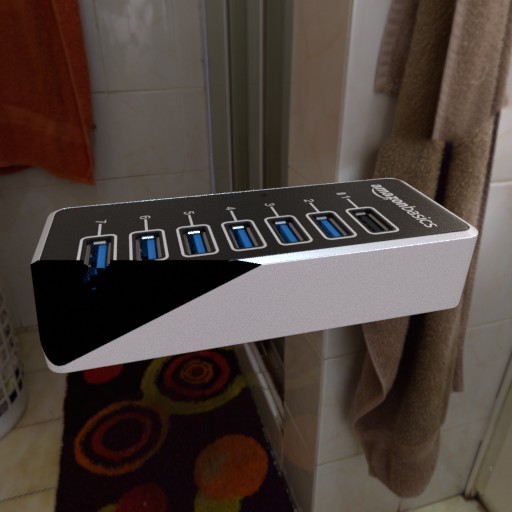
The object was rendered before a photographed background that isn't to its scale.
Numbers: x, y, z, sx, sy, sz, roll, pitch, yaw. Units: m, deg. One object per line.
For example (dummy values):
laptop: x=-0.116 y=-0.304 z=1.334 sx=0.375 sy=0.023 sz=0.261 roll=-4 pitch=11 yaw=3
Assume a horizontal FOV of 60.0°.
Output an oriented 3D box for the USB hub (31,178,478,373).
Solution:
USB hub: x=0.000 y=0.000 z=0.125 sx=0.110 sy=0.023 sz=0.044 roll=-7 pitch=31 yaw=-12
